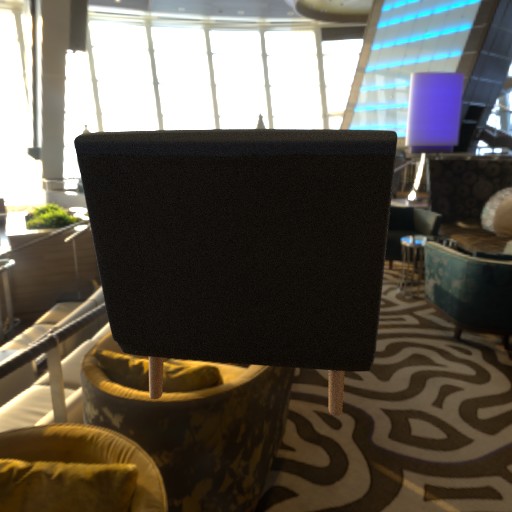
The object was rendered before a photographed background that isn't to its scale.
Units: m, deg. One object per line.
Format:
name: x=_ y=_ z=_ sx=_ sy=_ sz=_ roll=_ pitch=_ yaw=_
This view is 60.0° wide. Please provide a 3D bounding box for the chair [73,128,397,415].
chair: x=0.000 y=0.000 z=1.512 sx=0.770 sy=0.808 sz=0.900 roll=2 pitch=14 yaw=9
